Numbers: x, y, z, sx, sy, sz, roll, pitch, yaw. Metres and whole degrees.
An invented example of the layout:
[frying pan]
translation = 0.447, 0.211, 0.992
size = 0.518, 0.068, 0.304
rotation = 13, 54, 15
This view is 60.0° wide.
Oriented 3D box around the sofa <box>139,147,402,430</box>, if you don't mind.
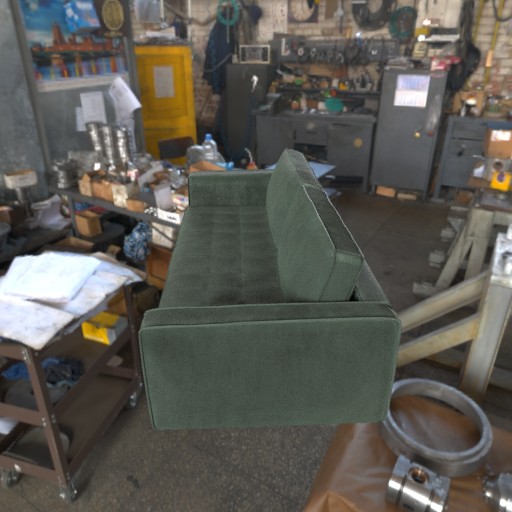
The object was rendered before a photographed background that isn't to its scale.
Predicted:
[sofa]
translation = 0.000, 0.000, 2.293
size = 0.886, 0.781, 1.816
rotation = -1, 27, -2
